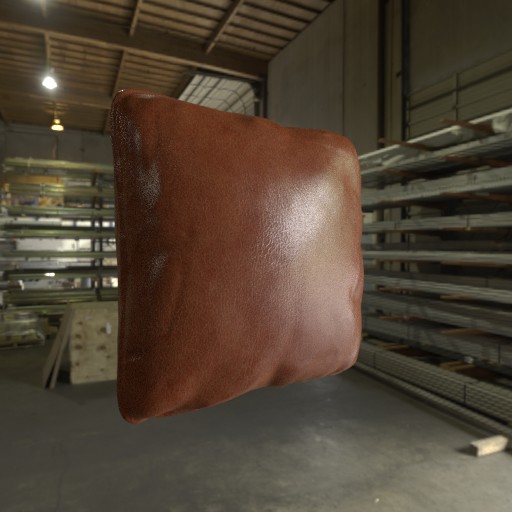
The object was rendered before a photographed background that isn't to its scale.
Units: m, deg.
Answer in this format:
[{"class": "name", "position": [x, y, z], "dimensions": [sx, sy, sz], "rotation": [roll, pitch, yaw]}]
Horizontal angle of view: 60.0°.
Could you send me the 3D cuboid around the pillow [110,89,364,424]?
[{"class": "pillow", "position": [0.000, 0.000, 0.820], "dimensions": [0.532, 0.523, 0.236], "rotation": [-1, 1, -36]}]
